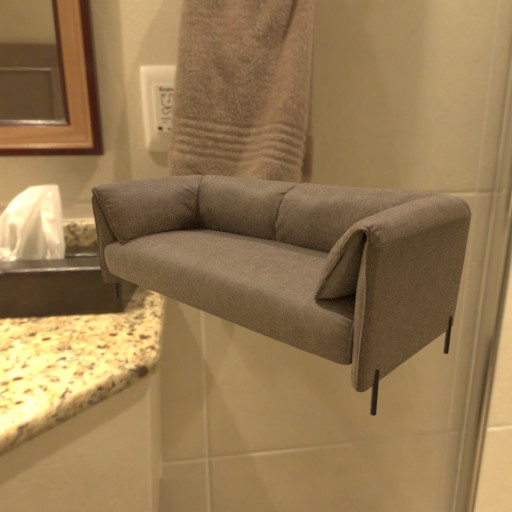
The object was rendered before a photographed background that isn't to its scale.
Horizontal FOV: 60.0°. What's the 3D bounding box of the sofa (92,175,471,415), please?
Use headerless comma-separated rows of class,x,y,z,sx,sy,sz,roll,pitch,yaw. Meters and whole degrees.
sofa,0.000,0.000,2.367,1.878,0.747,0.905,13,20,42
